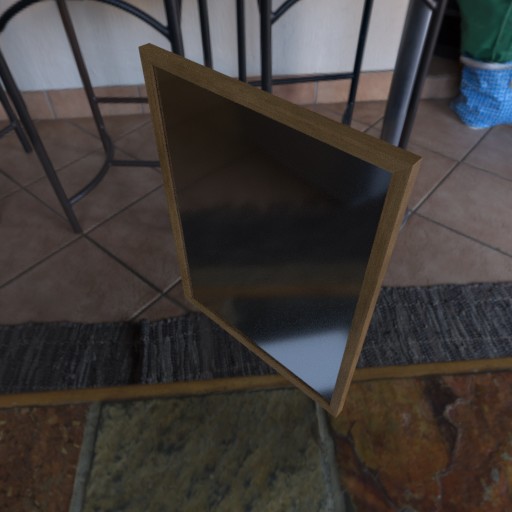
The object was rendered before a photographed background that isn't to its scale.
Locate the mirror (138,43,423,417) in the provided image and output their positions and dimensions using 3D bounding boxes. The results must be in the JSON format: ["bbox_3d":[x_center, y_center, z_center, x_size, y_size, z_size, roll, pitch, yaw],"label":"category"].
[{"bbox_3d":[0.000,0.000,1.314,0.762,1.016,0.040,33,55,28],"label":"mirror"}]
